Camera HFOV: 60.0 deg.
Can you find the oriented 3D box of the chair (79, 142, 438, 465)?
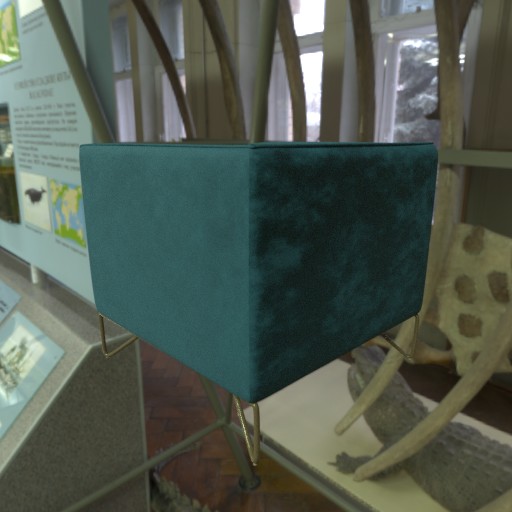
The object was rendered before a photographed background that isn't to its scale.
[{"bbox_3d":[0.000,0.000,1.583,0.880,0.790,0.894,-14,20,-42],"label":"chair"}]
